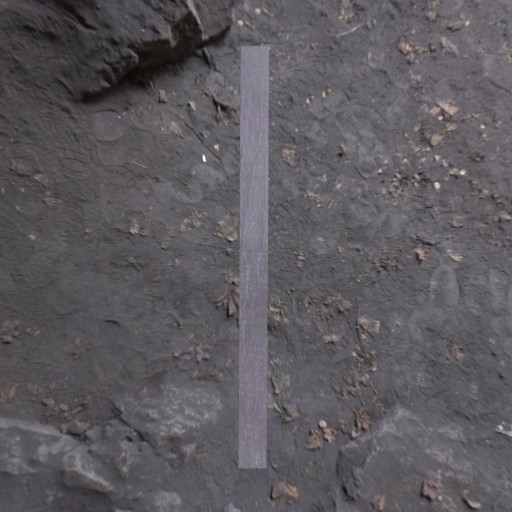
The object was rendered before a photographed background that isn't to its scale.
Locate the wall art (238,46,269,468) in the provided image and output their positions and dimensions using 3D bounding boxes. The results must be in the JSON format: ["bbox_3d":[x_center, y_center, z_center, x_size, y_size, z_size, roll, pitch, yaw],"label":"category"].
[{"bbox_3d":[0.000,0.000,0.703,0.032,0.521,0.421,0,90,0],"label":"wall art"}]
